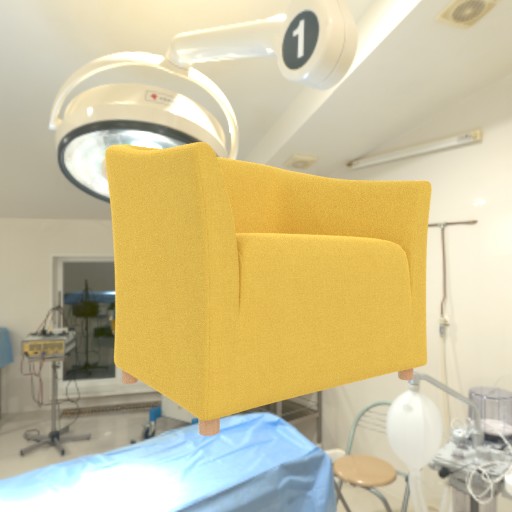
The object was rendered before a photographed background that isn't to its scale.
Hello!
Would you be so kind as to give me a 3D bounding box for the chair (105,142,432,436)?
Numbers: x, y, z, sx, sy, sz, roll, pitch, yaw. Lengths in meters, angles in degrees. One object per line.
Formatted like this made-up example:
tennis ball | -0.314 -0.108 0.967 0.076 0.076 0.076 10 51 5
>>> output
chair | 0.000 0.000 1.339 0.790 0.720 0.700 0 0 -36
